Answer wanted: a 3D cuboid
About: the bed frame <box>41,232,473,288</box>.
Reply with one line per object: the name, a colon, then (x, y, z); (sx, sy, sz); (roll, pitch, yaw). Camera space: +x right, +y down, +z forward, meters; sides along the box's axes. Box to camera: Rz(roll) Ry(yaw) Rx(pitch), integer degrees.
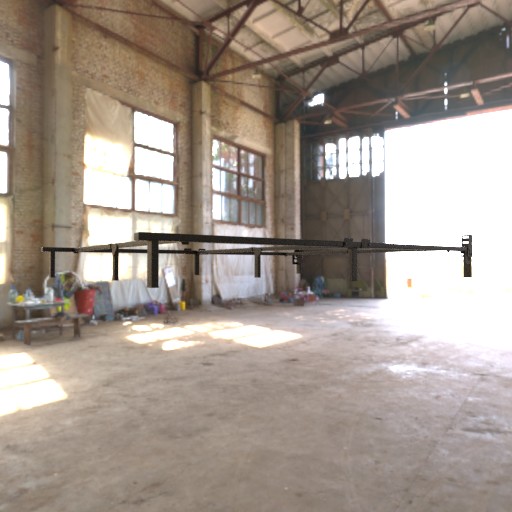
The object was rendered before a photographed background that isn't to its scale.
bed frame: (0.000, 0.000, 2.552); (1.990, 0.248, 1.498); (1, -1, -36)
